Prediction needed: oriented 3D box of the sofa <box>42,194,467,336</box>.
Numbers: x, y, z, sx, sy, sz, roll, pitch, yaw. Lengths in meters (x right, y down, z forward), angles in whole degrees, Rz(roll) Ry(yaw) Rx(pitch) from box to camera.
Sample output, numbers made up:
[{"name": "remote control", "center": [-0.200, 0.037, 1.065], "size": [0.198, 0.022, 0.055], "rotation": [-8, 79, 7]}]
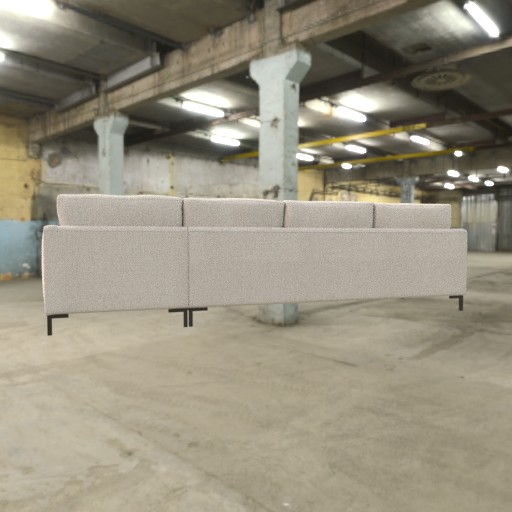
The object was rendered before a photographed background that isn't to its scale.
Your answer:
[{"name": "sofa", "center": [0.000, 0.000, 2.917], "size": [2.445, 0.677, 1.126], "rotation": [-1, 2, -18]}]
